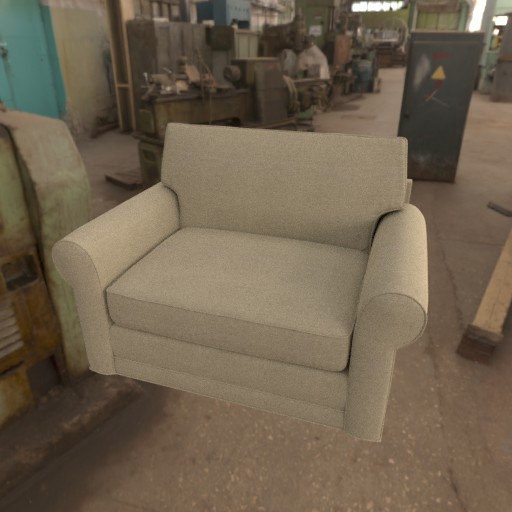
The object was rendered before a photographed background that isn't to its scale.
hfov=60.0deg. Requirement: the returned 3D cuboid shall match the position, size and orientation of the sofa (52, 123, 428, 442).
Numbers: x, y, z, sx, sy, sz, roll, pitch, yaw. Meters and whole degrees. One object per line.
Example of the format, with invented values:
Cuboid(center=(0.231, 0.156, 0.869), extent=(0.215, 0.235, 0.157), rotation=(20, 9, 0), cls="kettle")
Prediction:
Cuboid(center=(0.000, 0.000, 1.968), extent=(1.405, 0.991, 0.936), rotation=(8, 28, 16), cls="sofa")
